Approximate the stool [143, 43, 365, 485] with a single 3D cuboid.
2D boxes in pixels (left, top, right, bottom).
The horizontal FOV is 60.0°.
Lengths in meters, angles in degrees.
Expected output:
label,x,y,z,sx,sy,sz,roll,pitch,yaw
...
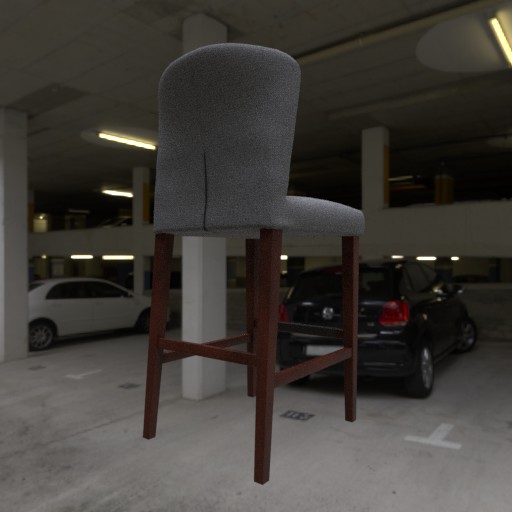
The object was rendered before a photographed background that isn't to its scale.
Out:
label,x,y,z,sx,sy,sz,roll,pitch,yaw
stool,0.000,0.000,1.367,0.486,1.069,0.568,0,0,38
